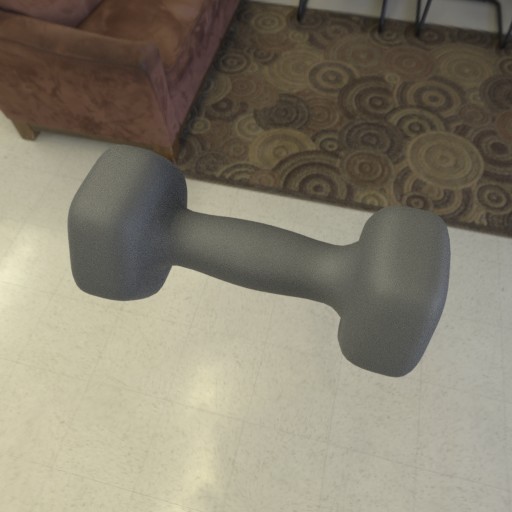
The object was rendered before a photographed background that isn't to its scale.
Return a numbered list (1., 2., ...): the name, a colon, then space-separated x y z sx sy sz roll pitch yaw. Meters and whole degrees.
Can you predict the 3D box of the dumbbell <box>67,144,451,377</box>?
1. dumbbell: 0.000 0.000 0.304 0.240 0.105 0.116 14 60 8
